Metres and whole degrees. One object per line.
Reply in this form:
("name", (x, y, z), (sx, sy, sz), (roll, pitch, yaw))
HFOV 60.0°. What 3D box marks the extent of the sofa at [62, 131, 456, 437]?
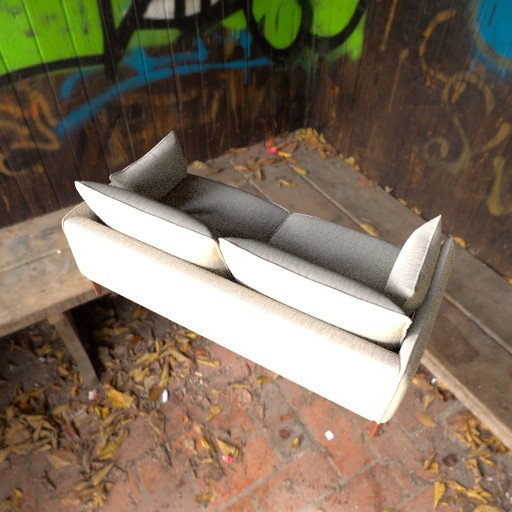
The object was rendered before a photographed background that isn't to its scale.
("sofa", (0.000, 0.000, 2.524), (1.989, 0.860, 0.991), (22, 49, 21))
